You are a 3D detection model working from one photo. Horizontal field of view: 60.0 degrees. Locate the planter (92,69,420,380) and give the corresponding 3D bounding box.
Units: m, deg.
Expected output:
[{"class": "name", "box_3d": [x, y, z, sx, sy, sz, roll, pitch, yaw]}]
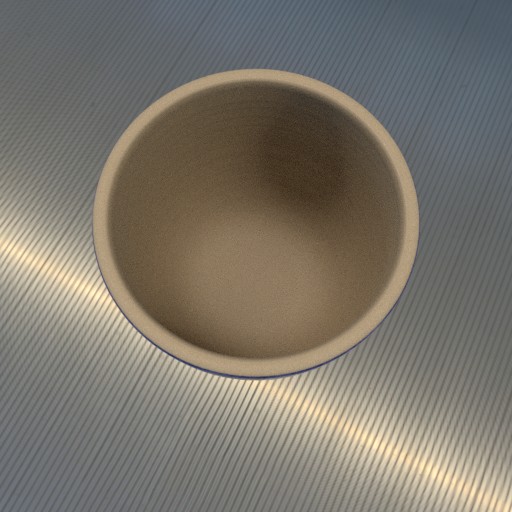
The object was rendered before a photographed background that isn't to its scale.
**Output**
[{"class": "planter", "box_3d": [0.000, 0.000, 0.342, 0.184, 0.206, 0.184, 0, 75, 0]}]
